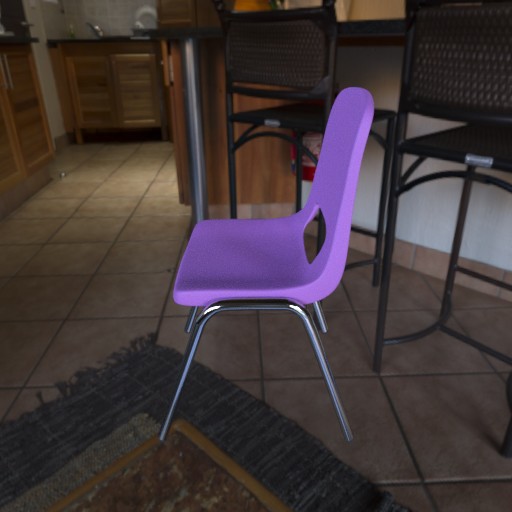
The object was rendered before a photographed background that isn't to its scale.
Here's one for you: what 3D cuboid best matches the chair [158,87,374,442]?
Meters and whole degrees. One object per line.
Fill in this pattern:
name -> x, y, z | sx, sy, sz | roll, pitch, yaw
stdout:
chair -> 0.000, 0.000, 0.696 | 0.301, 0.493, 0.291 | 0, 27, 0
